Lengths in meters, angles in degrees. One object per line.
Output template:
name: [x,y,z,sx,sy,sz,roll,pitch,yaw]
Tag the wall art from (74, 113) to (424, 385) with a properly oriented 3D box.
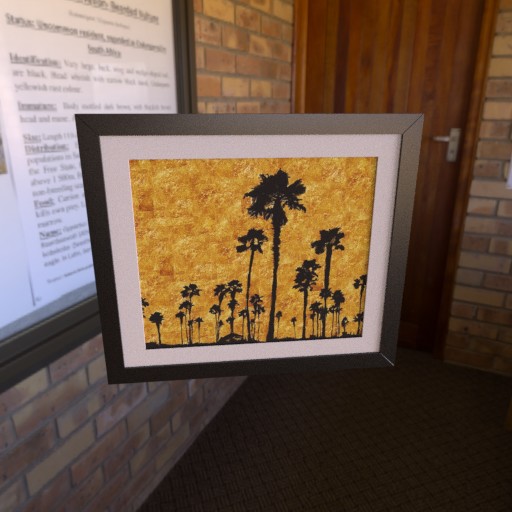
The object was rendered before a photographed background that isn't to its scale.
wall art: [0.000,0.000,0.541,0.383,0.332,0.012,-2,19,-6]
